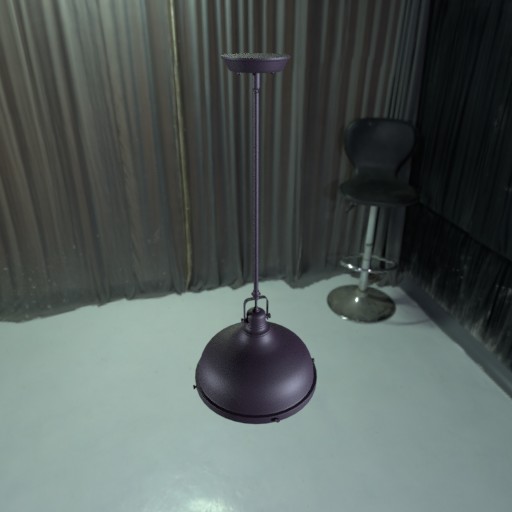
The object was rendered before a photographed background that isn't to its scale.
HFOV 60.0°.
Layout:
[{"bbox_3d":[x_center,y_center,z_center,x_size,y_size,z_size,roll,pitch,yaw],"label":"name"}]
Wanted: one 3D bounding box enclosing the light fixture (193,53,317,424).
[{"bbox_3d":[0.000,0.000,1.027,0.341,0.849,0.341,-9,29,-16],"label":"light fixture"}]
